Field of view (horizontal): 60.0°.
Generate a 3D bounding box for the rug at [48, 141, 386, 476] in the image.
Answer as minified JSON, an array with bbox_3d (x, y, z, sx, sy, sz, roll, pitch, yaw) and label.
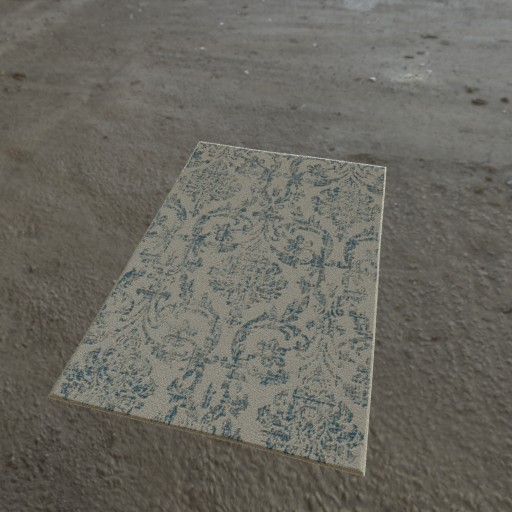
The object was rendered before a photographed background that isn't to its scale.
[{"bbox_3d":[0.000,0.000,2.220,1.213,0.012,1.831,10,48,9],"label":"rug"}]
